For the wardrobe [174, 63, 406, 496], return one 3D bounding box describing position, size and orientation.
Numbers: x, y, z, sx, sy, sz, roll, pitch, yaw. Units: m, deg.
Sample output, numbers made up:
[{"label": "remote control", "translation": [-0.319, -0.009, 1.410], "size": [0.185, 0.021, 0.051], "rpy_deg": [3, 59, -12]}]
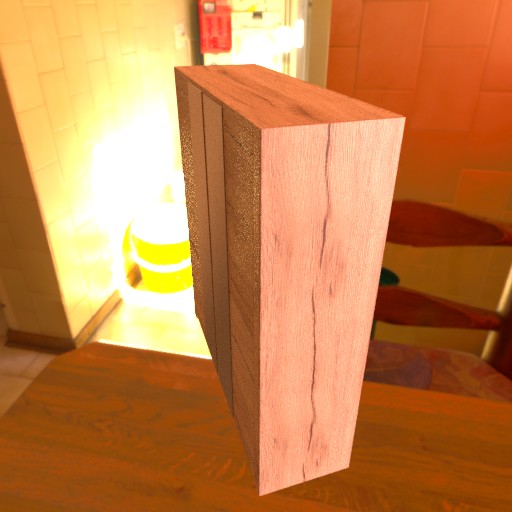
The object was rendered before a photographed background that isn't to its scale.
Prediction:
[{"label": "wardrobe", "translation": [0.000, 0.000, 2.835], "size": [0.580, 2.070, 1.810], "rpy_deg": [-9, 31, -16]}]
